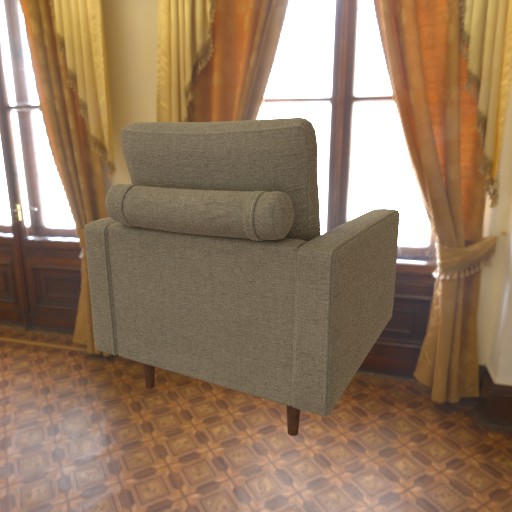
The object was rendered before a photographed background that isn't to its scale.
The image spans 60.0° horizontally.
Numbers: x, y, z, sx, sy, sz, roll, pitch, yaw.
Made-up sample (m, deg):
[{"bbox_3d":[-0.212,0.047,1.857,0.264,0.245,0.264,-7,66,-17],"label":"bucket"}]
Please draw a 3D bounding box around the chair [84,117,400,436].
[{"bbox_3d":[0.000,0.000,1.543,0.821,0.880,0.843,7,16,27],"label":"chair"}]
